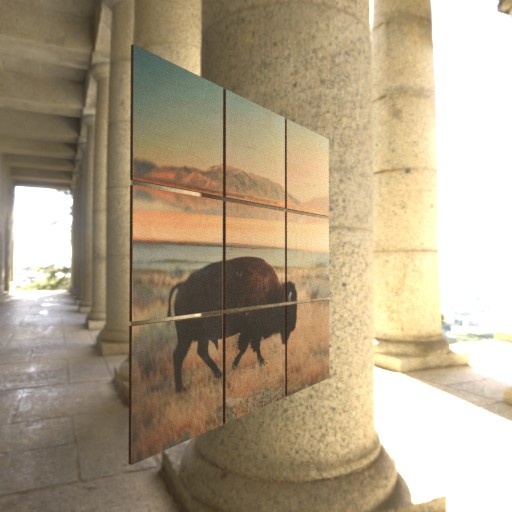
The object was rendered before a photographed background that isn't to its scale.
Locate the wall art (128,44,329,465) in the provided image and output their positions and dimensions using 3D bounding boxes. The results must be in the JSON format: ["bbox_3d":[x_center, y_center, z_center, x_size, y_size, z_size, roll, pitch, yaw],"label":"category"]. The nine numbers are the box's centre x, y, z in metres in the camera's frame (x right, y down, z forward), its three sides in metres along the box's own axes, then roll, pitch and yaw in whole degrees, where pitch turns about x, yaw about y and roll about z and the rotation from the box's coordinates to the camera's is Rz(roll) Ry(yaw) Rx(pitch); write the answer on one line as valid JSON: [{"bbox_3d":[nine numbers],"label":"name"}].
[{"bbox_3d":[0.000,0.000,1.775,0.019,1.218,1.221,-1,-1,37],"label":"wall art"}]
